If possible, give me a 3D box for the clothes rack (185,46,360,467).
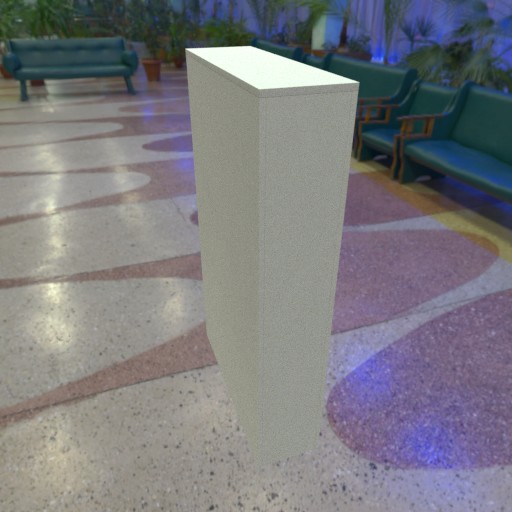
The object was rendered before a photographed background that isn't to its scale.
[{"bbox_3d":[0.000,0.000,1.581,0.250,1.280,0.750,-10,33,-16],"label":"clothes rack"}]
